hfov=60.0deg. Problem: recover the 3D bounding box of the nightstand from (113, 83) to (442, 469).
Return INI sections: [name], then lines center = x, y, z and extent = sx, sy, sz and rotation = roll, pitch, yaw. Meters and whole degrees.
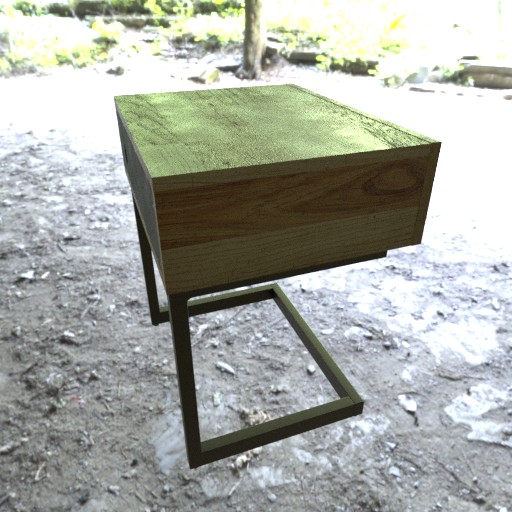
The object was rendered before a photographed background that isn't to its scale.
[nightstand]
center = 0.000, 0.000, 1.005
extent = 0.481, 0.632, 0.558
rotation = -11, 32, -17
